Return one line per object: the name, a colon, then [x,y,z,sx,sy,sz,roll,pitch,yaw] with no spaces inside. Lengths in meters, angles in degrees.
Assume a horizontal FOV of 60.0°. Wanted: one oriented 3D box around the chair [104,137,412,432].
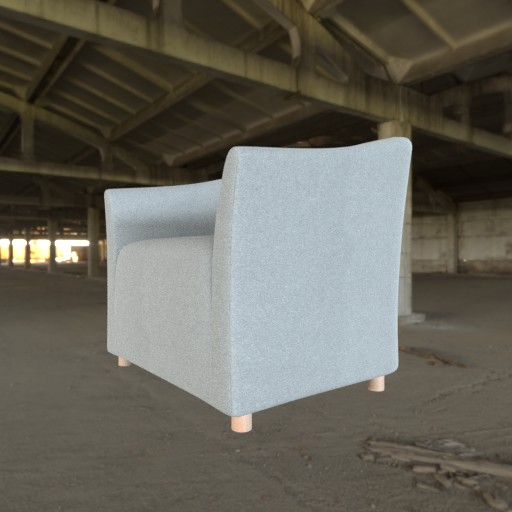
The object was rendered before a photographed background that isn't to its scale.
chair: [0.000,0.000,1.372,0.700,0.720,0.790,0,1,-37]
